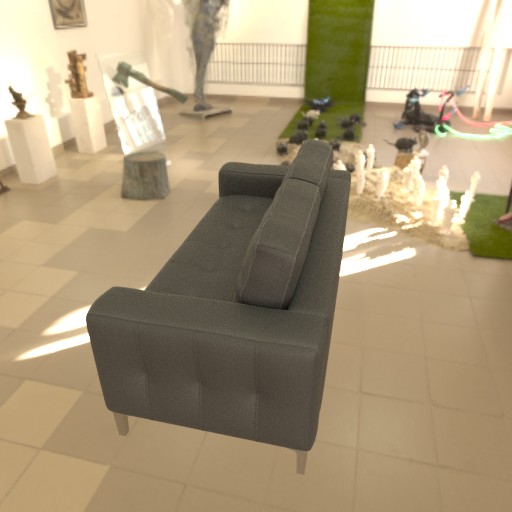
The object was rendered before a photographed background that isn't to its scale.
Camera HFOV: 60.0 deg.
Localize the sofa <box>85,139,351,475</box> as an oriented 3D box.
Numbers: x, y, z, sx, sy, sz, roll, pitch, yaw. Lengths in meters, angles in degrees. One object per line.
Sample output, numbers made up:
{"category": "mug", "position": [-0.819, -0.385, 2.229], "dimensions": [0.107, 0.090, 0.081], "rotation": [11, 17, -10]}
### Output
{"category": "sofa", "position": [0.000, 0.000, 2.226], "dimensions": [0.833, 0.893, 1.726], "rotation": [7, 31, 12]}
